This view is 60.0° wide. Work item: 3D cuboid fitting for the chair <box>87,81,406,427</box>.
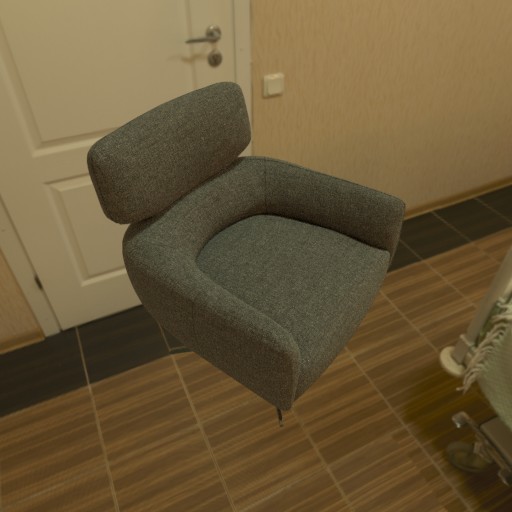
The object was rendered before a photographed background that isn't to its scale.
[{"bbox_3d":[0.000,0.000,1.365,0.715,0.812,0.706,25,48,26],"label":"chair"}]
